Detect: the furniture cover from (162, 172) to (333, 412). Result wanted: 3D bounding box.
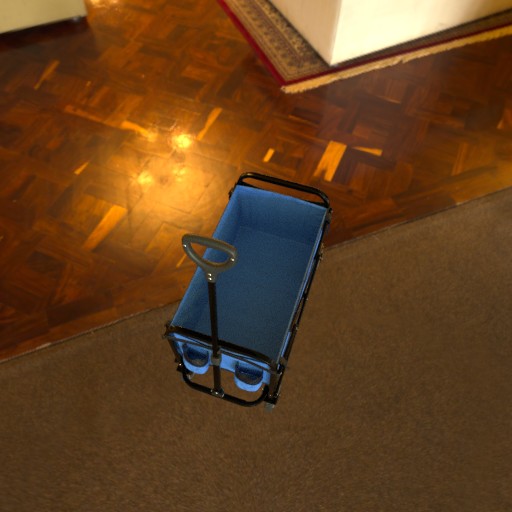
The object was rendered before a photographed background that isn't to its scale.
[{"bbox_3d":[0.000,0.000,1.859,0.532,1.295,1.038,16,59,10],"label":"furniture cover"}]
